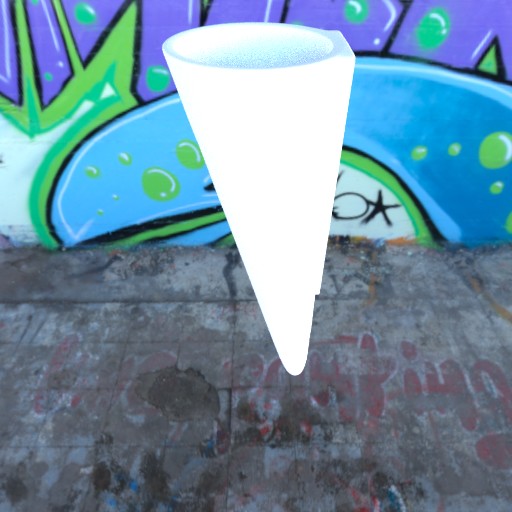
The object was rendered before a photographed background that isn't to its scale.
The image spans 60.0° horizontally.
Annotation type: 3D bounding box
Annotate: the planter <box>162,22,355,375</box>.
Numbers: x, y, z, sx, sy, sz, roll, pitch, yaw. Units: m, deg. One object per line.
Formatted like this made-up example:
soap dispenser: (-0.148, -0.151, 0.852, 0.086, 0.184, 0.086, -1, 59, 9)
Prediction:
planter: (0.000, 0.000, 0.215, 0.064, 0.193, 0.057, -1, 41, -1)
